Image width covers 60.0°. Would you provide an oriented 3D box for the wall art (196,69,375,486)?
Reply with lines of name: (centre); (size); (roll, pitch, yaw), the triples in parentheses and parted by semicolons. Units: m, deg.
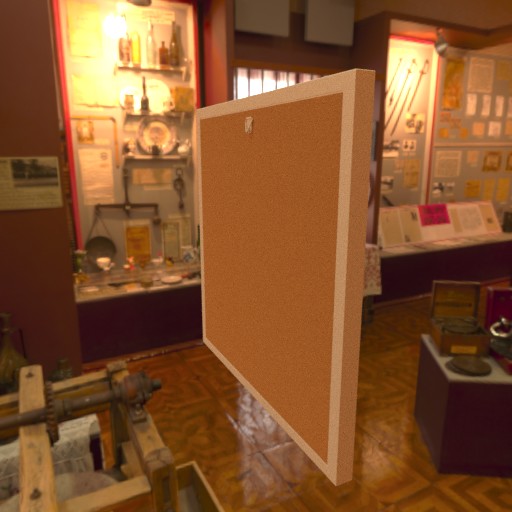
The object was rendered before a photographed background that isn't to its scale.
wall art: (0.000, 0.000, 1.115); (0.050, 0.762, 0.761); (-6, 15, -26)
